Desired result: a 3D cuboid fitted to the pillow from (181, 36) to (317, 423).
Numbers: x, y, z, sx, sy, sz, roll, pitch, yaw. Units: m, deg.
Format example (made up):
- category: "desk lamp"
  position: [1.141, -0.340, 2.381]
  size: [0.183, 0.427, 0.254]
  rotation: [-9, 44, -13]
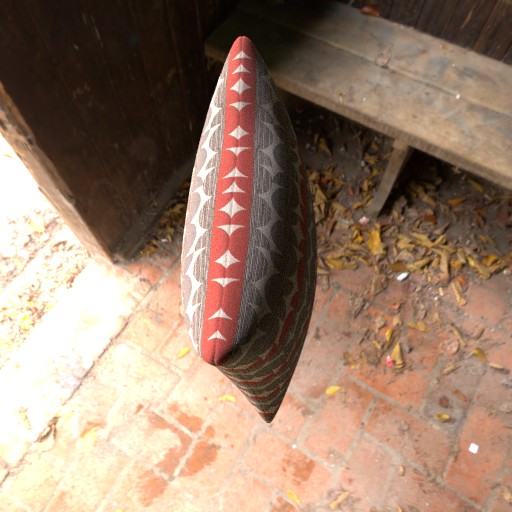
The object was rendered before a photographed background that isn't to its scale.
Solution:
- category: "pillow"
  position: [0.000, 0.000, 0.646]
  size: [0.180, 0.410, 0.420]
  rotation: [2, 64, 1]
